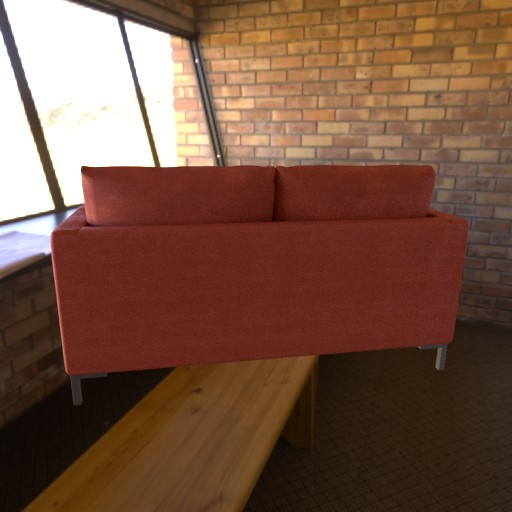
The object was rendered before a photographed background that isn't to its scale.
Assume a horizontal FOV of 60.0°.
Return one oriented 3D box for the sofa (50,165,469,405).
[{"bbox_3d":[0.000,0.000,2.062,1.574,0.896,0.864,-3,17,-10],"label":"sofa"}]
